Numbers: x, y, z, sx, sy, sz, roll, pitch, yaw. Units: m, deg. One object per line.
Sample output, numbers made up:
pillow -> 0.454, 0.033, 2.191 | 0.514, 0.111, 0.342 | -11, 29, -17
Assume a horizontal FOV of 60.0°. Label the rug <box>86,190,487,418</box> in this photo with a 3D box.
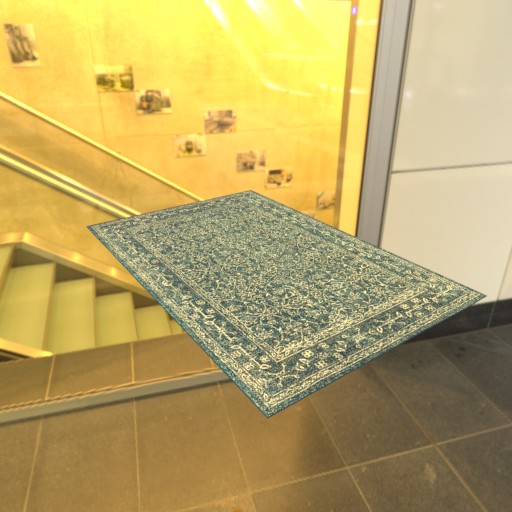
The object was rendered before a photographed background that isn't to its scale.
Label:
rug -> 0.000, 0.000, 2.295 | 1.200, 0.005, 1.819 | -18, 31, -31
